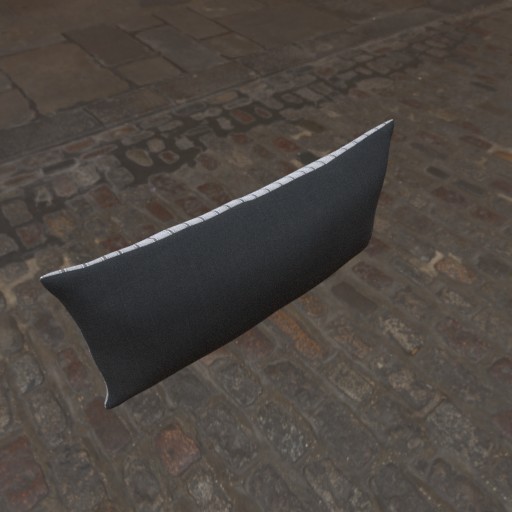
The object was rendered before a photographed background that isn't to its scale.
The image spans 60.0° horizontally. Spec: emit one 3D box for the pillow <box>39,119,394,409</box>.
[{"bbox_3d":[0.000,0.000,0.727,0.609,0.305,0.151,-29,52,-26],"label":"pillow"}]
